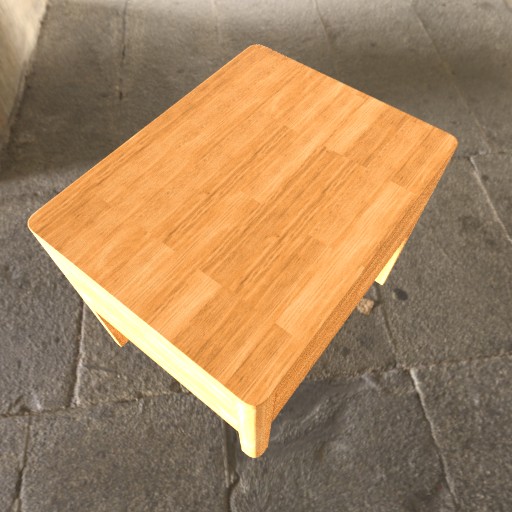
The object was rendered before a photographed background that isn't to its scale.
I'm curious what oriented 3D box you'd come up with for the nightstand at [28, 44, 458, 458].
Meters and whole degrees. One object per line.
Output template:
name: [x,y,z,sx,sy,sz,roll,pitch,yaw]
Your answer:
nightstand: [0.000,0.000,0.899,0.440,0.470,0.560,34,64,19]
